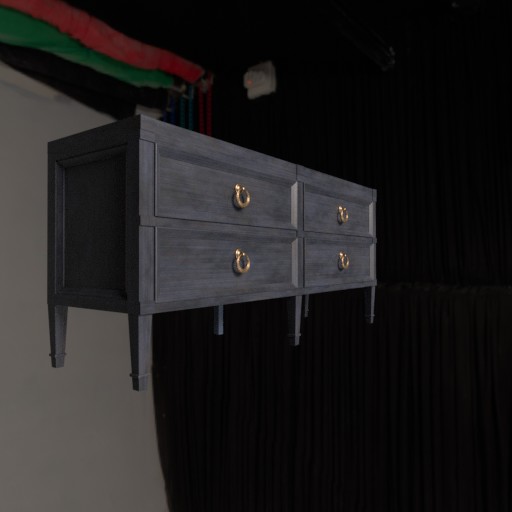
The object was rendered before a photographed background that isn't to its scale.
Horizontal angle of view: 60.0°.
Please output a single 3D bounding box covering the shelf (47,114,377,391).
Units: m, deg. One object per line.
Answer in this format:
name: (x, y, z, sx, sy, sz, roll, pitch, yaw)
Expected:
shelf: (0.000, 0.000, 1.896, 0.479, 0.719, 1.575, 0, 0, 37)
